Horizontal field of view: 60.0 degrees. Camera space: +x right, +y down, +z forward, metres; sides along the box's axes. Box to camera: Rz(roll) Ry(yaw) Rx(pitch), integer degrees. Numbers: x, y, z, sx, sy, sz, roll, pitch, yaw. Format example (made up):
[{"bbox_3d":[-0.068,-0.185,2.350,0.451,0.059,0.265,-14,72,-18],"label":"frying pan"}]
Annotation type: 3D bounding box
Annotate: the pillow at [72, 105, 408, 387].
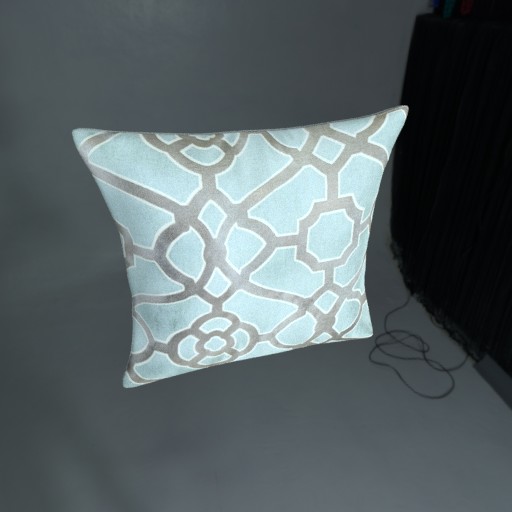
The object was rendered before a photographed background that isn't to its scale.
[{"bbox_3d":[0.000,0.000,0.825,0.552,0.508,0.166,-8,31,-14],"label":"pillow"}]
